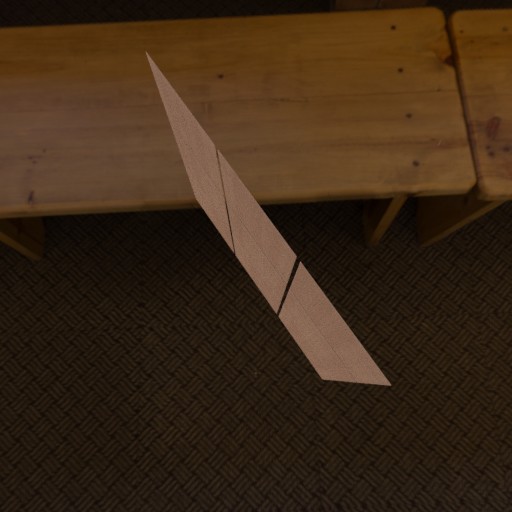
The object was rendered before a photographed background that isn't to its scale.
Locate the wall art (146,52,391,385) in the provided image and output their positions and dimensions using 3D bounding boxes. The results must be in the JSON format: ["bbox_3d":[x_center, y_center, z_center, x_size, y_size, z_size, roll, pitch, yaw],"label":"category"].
[{"bbox_3d":[0.000,0.000,2.297,0.002,1.505,1.517,-34,78,-8],"label":"wall art"}]
